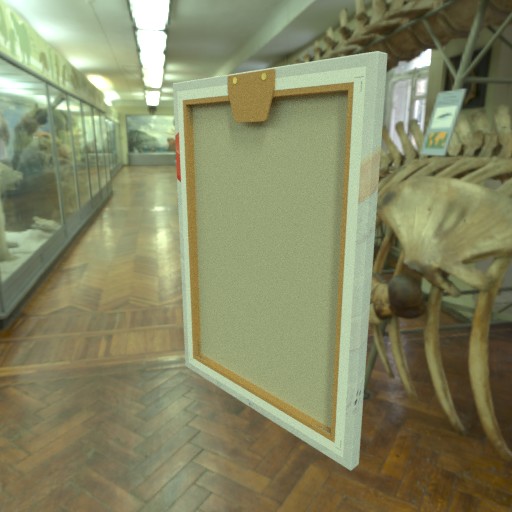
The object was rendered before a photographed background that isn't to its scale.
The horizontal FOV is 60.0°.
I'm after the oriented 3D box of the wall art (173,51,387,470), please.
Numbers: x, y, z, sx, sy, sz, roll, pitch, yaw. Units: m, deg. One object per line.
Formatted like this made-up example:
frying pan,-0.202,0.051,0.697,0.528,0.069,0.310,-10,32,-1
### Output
wall art,0.000,0.000,1.307,0.045,1.014,0.759,-14,20,-41
